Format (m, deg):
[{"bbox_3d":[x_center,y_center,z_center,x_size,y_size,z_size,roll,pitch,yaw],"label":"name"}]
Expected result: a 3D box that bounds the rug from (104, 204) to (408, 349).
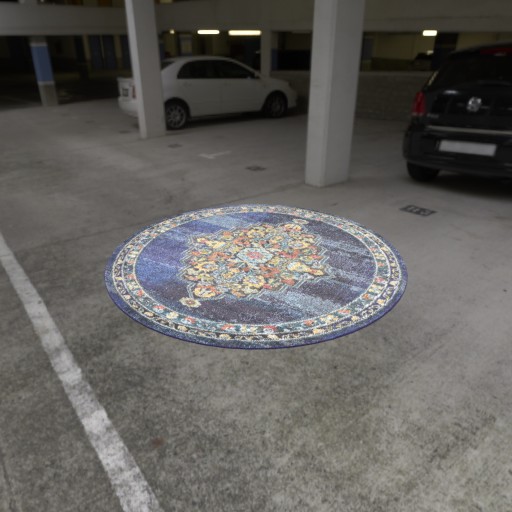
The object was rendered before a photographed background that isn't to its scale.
[{"bbox_3d":[0.000,0.000,2.431,1.591,0.010,1.591,0,27,0],"label":"rug"}]
